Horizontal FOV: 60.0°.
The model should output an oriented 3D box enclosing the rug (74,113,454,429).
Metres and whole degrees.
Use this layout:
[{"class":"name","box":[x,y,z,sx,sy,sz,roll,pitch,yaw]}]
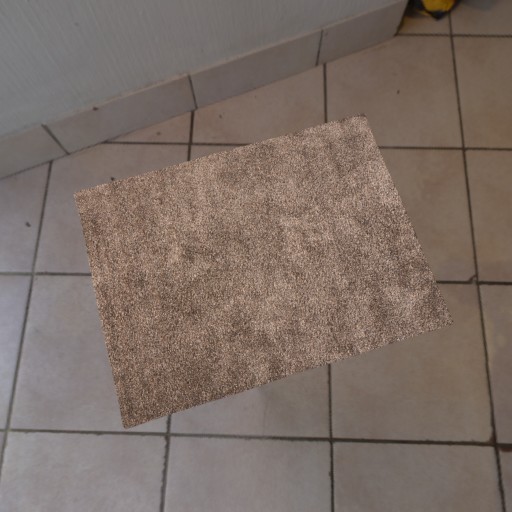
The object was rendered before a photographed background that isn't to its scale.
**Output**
[{"class":"rug","box":[0.000,0.000,2.201,1.601,0.025,1.198,-16,75,-5]}]
